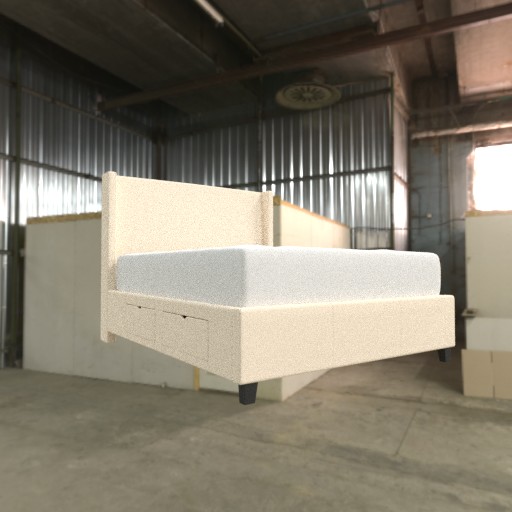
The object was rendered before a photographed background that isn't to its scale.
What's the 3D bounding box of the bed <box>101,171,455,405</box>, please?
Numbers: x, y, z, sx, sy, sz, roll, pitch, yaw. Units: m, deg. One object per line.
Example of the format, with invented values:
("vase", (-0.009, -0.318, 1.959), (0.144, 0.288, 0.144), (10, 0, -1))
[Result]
("bed", (0.000, 0.000, 3.494), (1.765, 1.471, 2.280), (1, -2, -35))
